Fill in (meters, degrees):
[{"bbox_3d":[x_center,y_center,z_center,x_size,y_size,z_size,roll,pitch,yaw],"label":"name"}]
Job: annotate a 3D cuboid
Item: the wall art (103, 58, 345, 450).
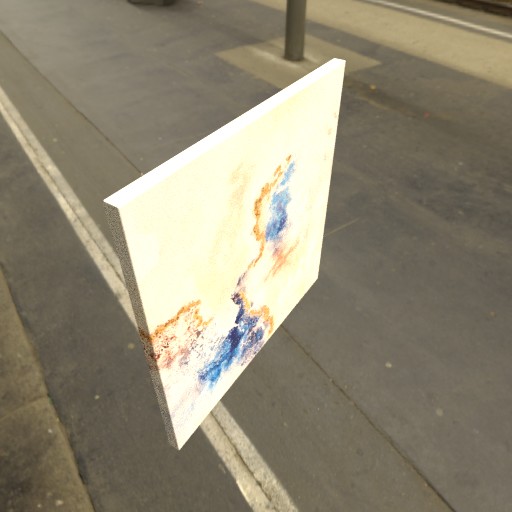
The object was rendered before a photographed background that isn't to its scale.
[{"bbox_3d":[0.000,0.000,1.320,0.038,0.889,0.889,24,47,25],"label":"wall art"}]
